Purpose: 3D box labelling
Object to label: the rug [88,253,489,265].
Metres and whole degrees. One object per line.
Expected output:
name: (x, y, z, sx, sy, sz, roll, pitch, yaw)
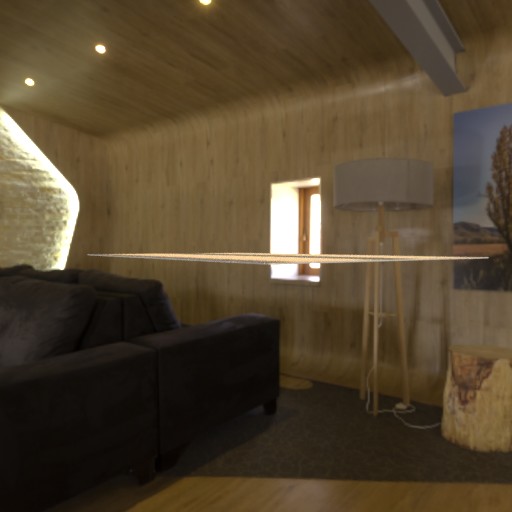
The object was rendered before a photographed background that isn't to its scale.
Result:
rug: (0.000, 0.000, 2.359, 1.234, 0.006, 1.854, -1, 1, -36)
